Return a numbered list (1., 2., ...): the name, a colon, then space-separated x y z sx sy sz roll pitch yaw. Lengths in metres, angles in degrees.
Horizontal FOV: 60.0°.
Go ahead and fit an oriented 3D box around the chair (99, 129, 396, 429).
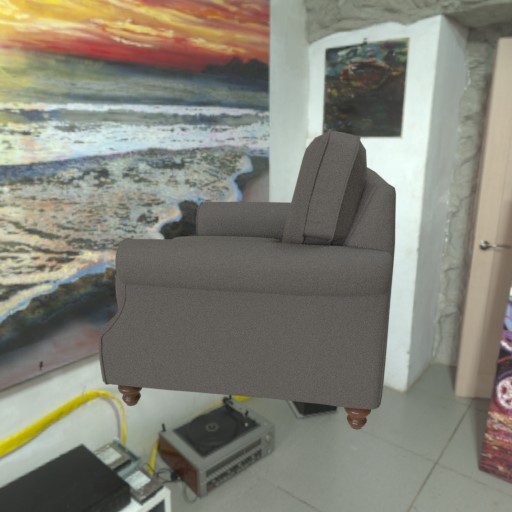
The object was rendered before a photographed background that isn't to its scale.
1. chair: 0.000 0.000 1.781 0.966 0.967 1.029 2 15 9
